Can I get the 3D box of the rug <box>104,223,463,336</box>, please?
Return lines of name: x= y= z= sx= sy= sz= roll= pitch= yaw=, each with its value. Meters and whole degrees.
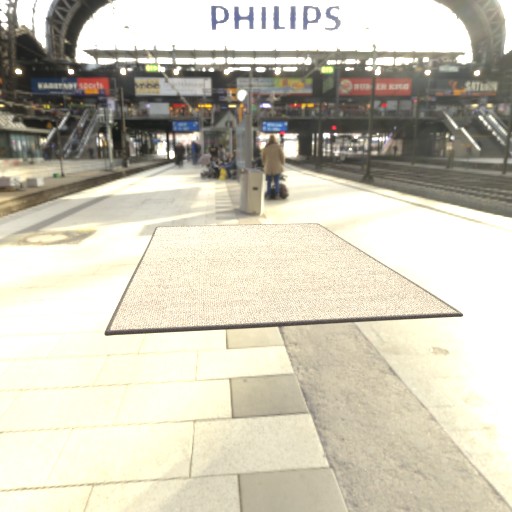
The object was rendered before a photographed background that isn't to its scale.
rug: x=0.000 y=0.000 z=2.087 sx=1.067 sy=0.013 sz=1.676 roll=-2 pitch=14 yaw=-7
